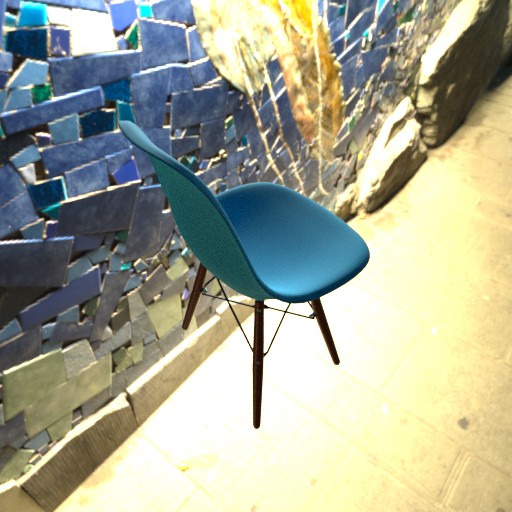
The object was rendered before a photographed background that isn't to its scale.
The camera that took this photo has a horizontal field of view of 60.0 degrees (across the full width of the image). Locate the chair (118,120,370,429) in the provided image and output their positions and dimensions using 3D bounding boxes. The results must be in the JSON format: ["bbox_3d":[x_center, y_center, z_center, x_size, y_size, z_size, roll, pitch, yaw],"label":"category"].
[{"bbox_3d":[0.000,0.000,1.148,0.533,0.826,0.470,-27,49,-26],"label":"chair"}]
